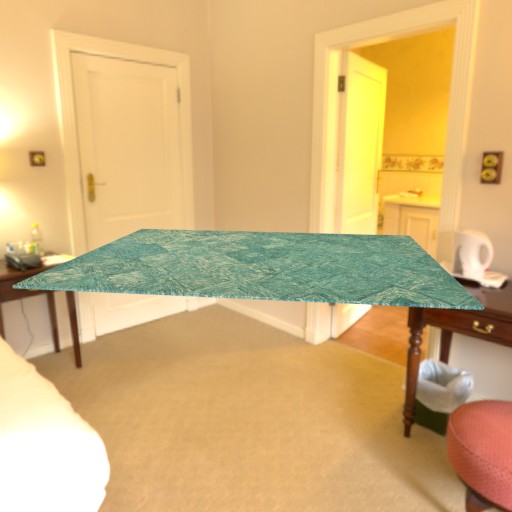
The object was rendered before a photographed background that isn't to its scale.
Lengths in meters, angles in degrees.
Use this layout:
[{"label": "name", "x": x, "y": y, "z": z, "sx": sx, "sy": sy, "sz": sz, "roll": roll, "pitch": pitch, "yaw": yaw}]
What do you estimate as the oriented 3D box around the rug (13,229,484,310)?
[{"label": "rug", "x": 0.000, "y": 0.000, "z": 4.138, "sx": 3.217, "sy": 0.027, "sz": 2.405, "roll": 2, "pitch": 13, "yaw": 8}]
